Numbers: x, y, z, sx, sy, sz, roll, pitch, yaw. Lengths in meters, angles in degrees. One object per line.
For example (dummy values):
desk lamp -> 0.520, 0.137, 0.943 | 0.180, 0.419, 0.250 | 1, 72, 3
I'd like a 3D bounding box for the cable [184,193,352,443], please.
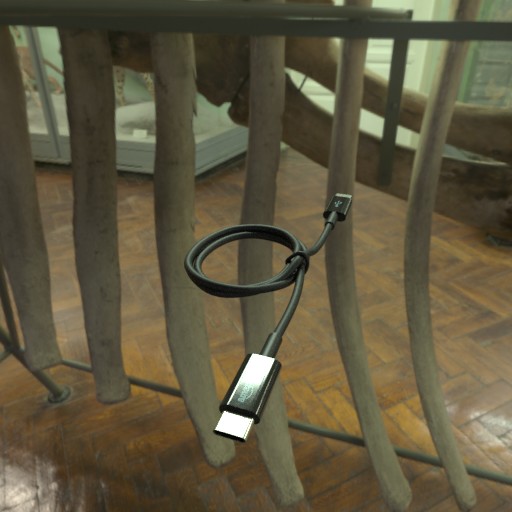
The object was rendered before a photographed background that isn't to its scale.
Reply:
cable -> 0.000, 0.000, 0.226 | 0.070, 0.014, 0.203 | 10, 32, 16
